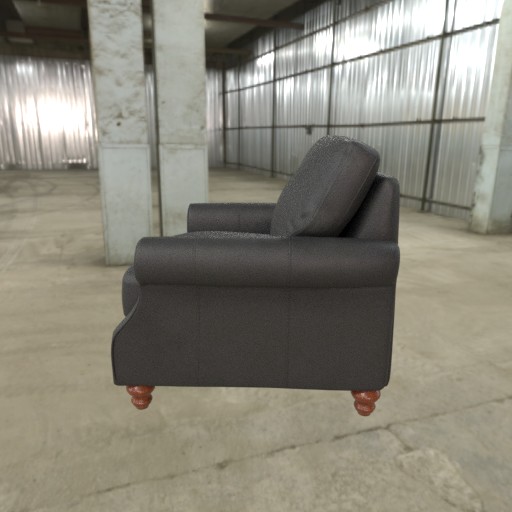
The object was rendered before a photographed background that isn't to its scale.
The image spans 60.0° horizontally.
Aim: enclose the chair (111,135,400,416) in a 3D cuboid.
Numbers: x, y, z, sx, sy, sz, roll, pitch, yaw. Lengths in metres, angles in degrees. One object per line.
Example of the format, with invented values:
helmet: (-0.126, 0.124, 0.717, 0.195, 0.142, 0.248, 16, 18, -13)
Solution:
chair: (0.000, 0.000, 1.821, 1.027, 0.960, 1.015, 2, 15, 8)
